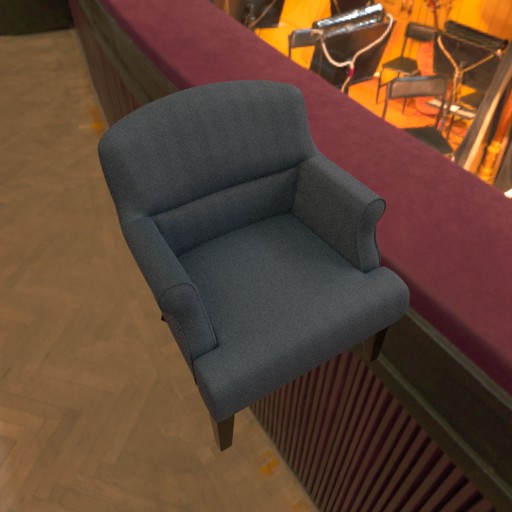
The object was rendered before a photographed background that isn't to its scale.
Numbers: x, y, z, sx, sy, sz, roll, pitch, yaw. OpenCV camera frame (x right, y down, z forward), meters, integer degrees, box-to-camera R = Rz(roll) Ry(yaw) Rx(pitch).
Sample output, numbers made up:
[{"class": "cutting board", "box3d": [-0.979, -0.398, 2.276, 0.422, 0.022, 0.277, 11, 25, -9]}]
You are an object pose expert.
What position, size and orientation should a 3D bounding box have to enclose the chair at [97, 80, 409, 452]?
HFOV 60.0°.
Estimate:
[{"class": "chair", "box3d": [0.000, 0.000, 1.466, 0.770, 0.878, 0.754, -23, 49, -22]}]
